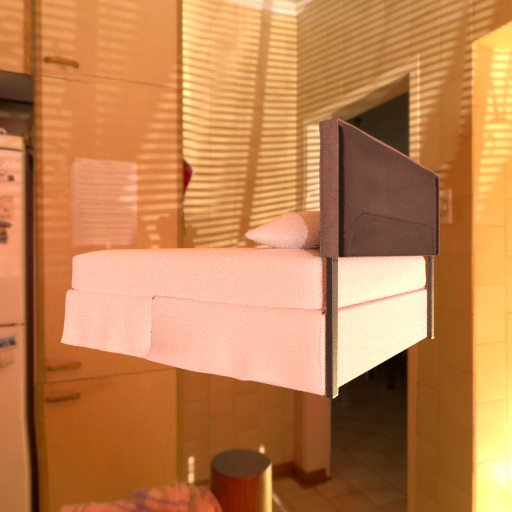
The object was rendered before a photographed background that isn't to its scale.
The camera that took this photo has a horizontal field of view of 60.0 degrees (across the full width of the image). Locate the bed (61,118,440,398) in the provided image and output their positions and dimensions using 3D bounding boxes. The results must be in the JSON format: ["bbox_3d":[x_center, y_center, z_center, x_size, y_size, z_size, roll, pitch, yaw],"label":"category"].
[{"bbox_3d":[0.000,0.000,2.864,1.894,1.089,1.610,0,0,36],"label":"bed"}]
